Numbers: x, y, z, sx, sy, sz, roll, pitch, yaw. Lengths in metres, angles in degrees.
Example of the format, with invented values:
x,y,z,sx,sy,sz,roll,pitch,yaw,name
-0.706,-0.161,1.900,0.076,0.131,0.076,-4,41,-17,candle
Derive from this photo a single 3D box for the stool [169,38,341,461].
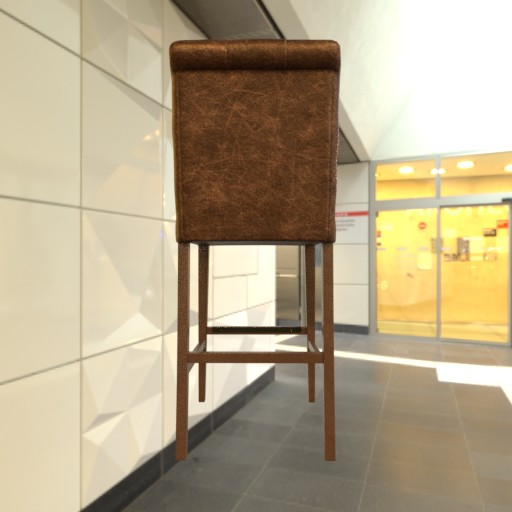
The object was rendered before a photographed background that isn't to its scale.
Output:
x,y,z,sx,sy,sz,roll,pitch,yaw,name
0.000,0.000,1.488,0.483,1.168,0.659,0,0,1,stool
